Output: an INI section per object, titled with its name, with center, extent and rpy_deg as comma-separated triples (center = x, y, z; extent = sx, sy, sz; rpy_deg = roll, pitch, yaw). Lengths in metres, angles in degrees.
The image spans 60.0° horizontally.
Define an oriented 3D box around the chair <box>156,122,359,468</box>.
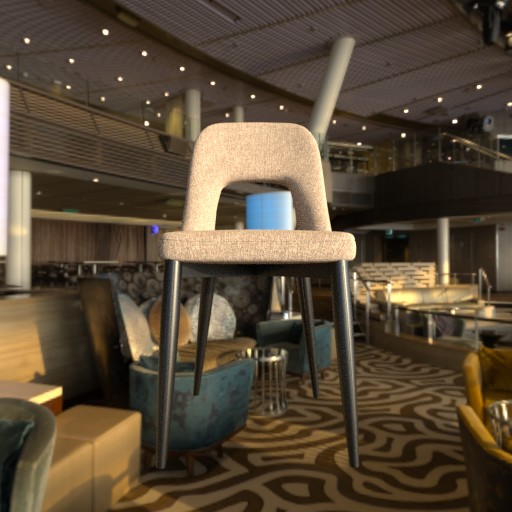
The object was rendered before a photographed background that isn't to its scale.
[chair]
center = 0.000, 0.000, 1.254
extent = 0.470, 0.931, 0.612
rpy_deg = 0, -1, -1
